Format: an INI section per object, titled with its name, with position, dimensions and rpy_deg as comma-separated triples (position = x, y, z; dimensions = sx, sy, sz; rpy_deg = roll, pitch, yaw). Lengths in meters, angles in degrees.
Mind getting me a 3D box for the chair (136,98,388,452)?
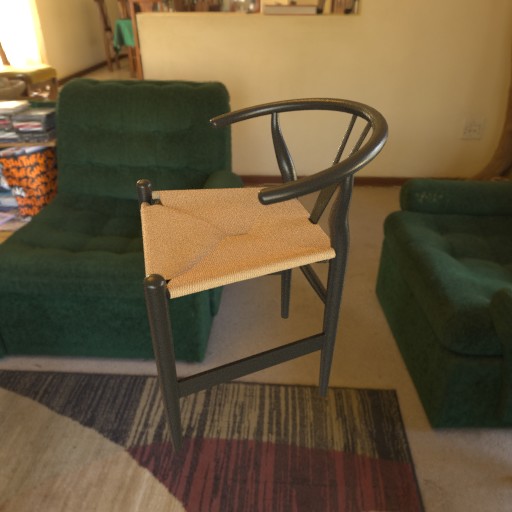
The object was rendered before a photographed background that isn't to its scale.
[chair]
position = 0.000, 0.000, 1.170
dimensions = 0.570, 0.739, 0.570
rpy_deg = -8, 32, -12
